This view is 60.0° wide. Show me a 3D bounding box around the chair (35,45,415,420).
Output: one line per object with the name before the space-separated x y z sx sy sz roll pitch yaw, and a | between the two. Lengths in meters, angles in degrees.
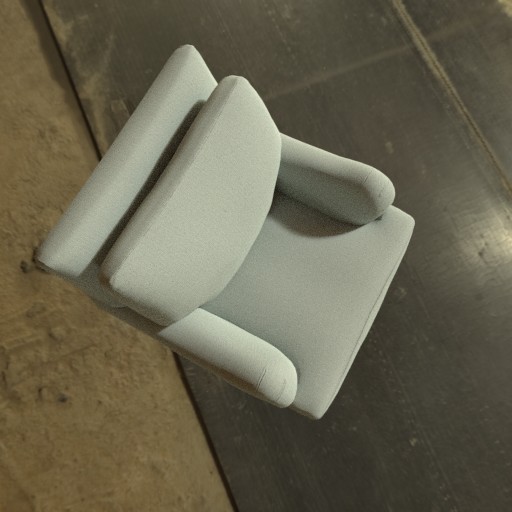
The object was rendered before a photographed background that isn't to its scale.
chair | 0.000 0.000 1.801 1.070 1.038 0.955 28 78 7
